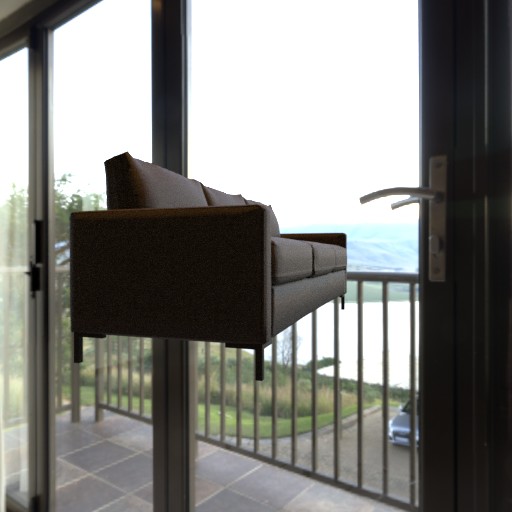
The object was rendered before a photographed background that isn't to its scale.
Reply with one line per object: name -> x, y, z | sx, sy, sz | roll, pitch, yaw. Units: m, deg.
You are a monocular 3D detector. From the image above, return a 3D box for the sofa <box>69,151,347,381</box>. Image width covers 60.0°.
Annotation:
sofa -> 0.000, 0.000, 2.727 | 0.876, 0.882, 2.253 | 0, 0, 19
